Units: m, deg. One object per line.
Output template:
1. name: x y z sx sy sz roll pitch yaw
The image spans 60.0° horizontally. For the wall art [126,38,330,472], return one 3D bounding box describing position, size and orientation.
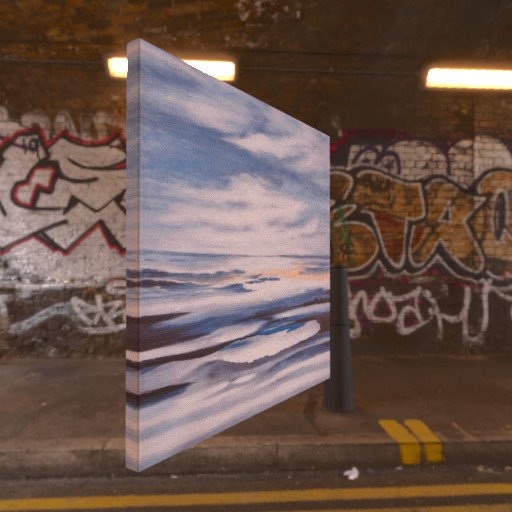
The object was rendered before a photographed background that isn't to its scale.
1. wall art: 0.000 0.000 1.074 0.035 0.747 0.747 0 -1 35
